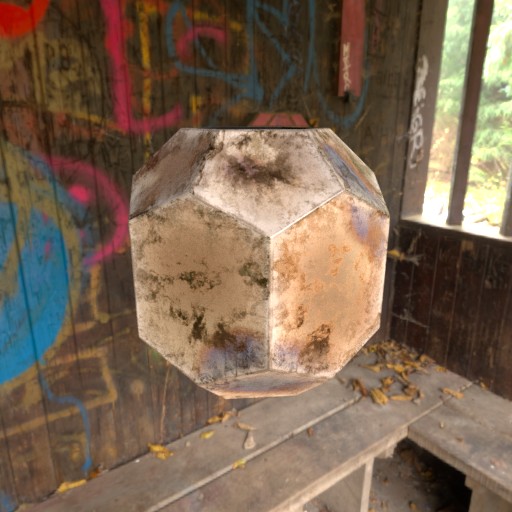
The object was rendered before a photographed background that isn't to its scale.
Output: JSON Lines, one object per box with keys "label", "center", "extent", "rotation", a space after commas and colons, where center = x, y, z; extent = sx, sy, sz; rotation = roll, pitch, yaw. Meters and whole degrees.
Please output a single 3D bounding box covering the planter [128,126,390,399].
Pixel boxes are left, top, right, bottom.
{"label": "planter", "center": [0.000, 0.000, 0.428], "extent": [0.243, 0.238, 0.221], "rotation": [8, 19, 24]}
